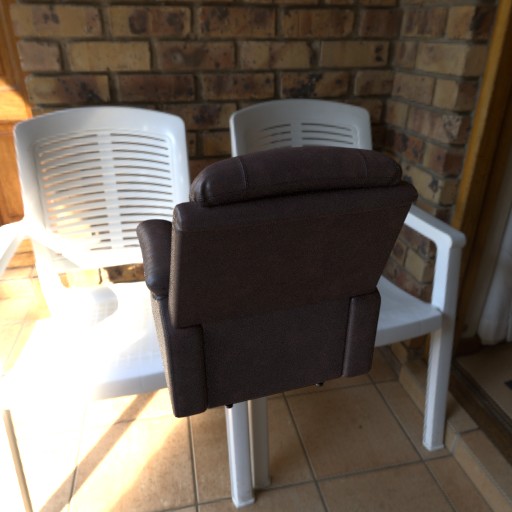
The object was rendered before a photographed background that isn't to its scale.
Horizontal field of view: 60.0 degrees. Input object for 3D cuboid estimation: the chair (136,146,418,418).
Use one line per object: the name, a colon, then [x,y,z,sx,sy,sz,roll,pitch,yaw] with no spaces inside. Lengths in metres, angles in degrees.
chair: [0.000,0.000,1.714,0.855,0.992,0.919,-8,28,-16]
